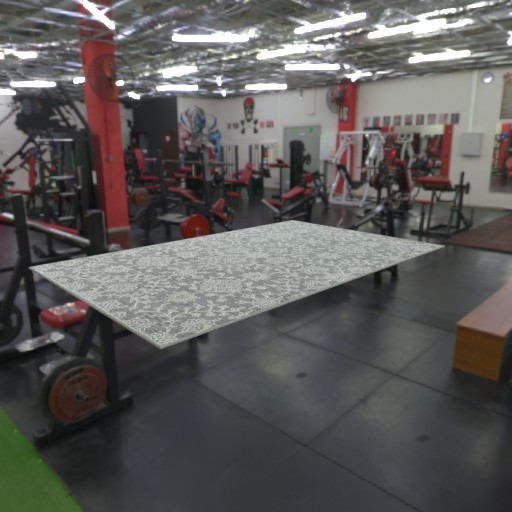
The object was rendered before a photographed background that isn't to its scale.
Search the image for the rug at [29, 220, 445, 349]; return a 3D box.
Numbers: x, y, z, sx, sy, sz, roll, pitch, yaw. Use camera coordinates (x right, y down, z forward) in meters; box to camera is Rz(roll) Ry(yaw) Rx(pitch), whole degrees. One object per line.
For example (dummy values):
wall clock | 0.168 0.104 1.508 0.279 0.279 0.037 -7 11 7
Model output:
rug | 0.000 0.000 3.011 2.430 0.010 1.515 -13 20 -42
